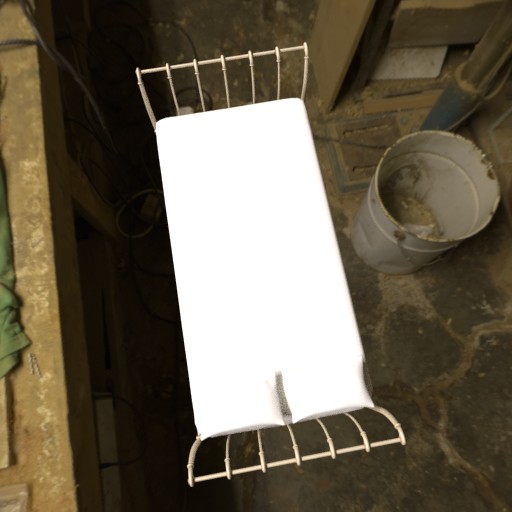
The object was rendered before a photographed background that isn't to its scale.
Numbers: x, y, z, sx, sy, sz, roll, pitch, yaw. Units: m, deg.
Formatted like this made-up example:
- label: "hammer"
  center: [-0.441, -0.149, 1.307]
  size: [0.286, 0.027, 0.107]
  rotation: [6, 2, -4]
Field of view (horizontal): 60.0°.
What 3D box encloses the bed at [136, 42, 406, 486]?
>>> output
- label: "bed"
  center: [0.000, 0.000, 2.696]
  size: [1.032, 0.873, 2.228]
  rotation: [-10, 75, -3]
